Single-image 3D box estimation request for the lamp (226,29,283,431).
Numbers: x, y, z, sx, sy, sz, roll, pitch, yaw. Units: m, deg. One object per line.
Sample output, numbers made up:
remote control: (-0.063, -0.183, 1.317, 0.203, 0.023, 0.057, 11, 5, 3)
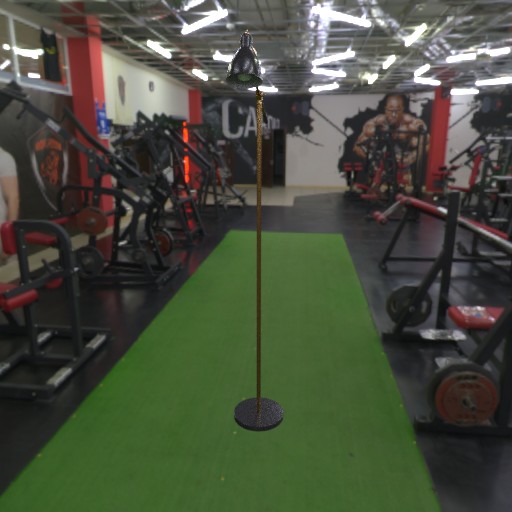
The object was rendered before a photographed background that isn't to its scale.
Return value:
lamp: (0.000, 0.000, 1.838, 0.235, 1.628, 0.618, 2, 15, 9)
